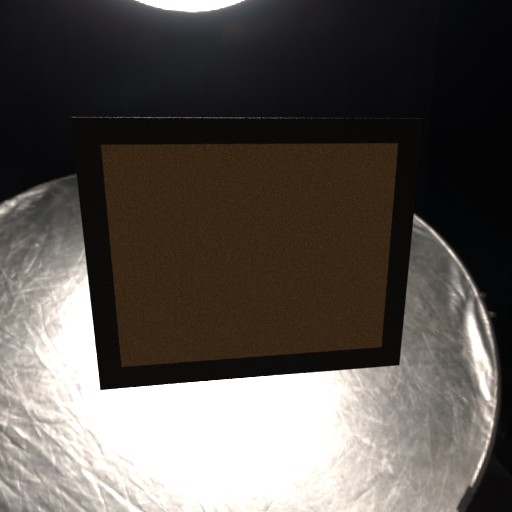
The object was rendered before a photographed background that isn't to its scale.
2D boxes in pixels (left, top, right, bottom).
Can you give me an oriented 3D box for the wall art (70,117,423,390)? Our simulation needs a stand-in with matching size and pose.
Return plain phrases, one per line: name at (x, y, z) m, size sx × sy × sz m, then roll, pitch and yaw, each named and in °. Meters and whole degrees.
wall art at (0.000, 0.000, 0.773) m, size 0.561 × 0.460 × 0.028 m, roll -2°, pitch 16°, yaw -8°
